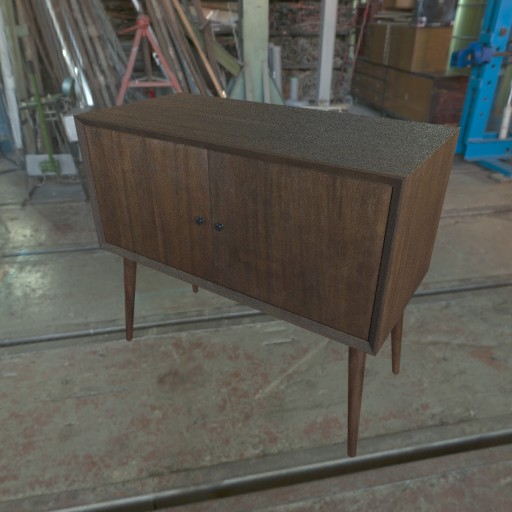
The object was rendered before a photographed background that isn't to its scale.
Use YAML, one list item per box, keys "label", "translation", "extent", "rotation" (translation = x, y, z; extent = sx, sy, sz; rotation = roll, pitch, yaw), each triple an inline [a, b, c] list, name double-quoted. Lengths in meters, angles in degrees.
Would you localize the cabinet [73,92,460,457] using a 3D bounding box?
- label: "cabinet"
  translation: [0.000, 0.000, 1.096]
  extent: [0.743, 0.654, 0.354]
  rotation: [18, 34, 29]
